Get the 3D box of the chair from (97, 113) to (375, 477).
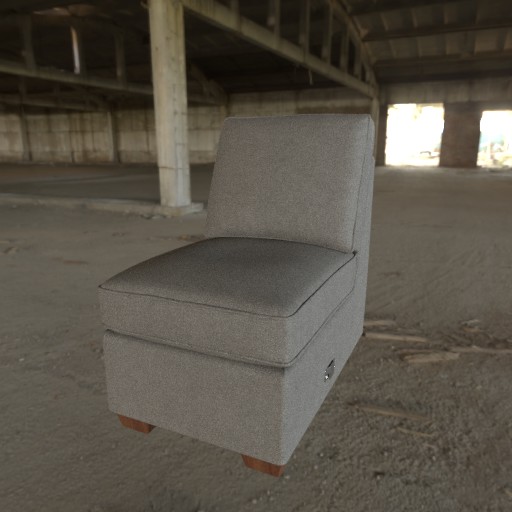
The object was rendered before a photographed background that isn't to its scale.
[{"bbox_3d":[0.000,0.000,1.533,0.621,0.970,0.938,7,16,24],"label":"chair"}]
